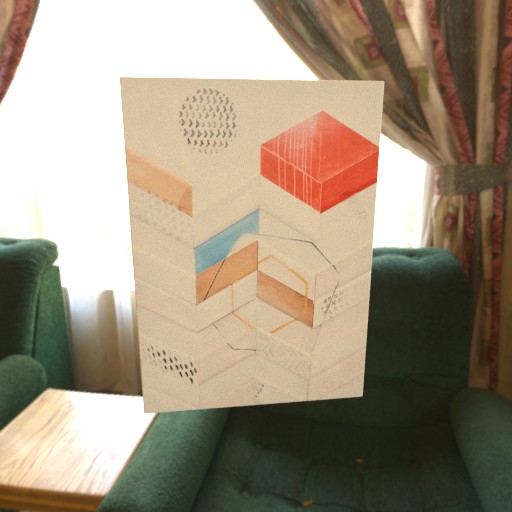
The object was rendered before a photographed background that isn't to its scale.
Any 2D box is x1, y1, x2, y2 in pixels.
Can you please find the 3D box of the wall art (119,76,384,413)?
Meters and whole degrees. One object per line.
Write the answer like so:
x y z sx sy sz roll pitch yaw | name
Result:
0.000 0.000 1.139 0.613 0.848 0.036 -2 15 -7 | wall art
